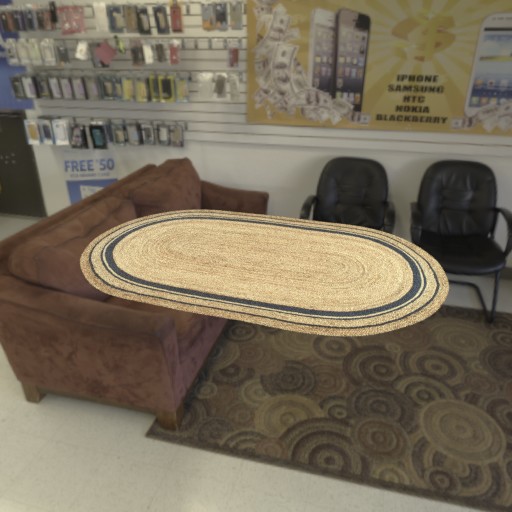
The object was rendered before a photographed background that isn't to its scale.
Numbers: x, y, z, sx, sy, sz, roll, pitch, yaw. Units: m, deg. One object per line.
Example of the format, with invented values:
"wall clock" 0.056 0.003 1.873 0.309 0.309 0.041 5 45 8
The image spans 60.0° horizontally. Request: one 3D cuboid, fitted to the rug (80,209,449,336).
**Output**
"rug" 0.000 0.000 2.999 2.432 0.006 1.520 8 27 16
